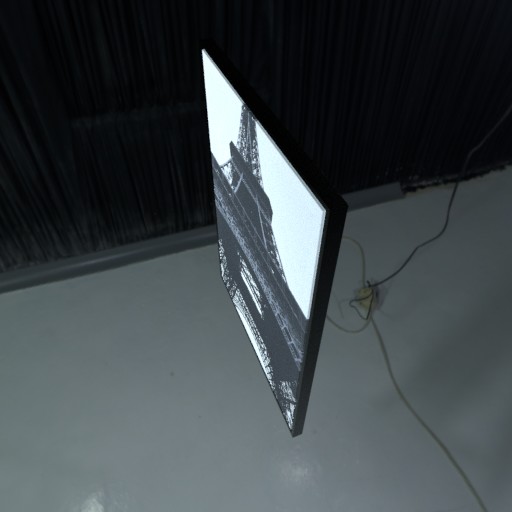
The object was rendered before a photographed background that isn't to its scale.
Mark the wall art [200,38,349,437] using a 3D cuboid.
[{"bbox_3d":[0.000,0.000,1.431,0.040,1.062,0.805,-16,49,-14],"label":"wall art"}]
